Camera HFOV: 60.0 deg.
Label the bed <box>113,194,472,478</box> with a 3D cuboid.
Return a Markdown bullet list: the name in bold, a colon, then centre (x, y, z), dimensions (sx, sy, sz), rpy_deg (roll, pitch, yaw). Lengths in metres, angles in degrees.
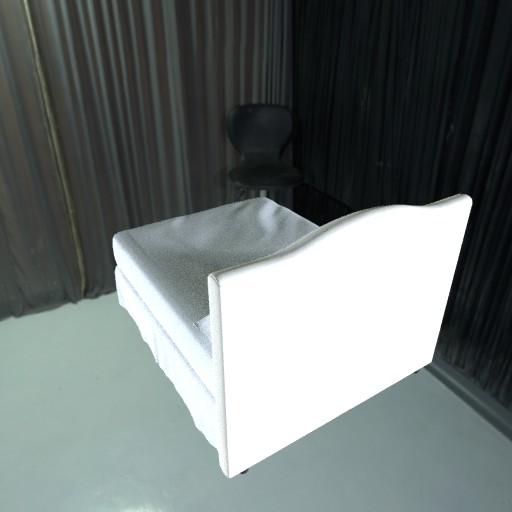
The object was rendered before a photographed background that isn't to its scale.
- **bed**: centre (0.000, 0.000, 3.330), dimensions (1.753, 1.460, 2.143), rpy_deg (-18, 34, -28)
